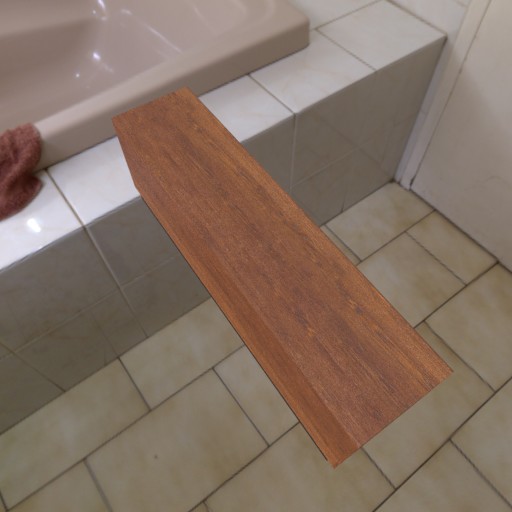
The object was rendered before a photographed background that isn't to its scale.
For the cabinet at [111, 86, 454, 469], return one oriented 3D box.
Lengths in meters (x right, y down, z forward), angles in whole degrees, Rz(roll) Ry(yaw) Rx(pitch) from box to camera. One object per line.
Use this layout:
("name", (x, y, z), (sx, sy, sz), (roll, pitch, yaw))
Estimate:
("cabinet", (0.000, 0.000, 1.837), (0.419, 0.510, 1.600), (-30, 63, -18))
